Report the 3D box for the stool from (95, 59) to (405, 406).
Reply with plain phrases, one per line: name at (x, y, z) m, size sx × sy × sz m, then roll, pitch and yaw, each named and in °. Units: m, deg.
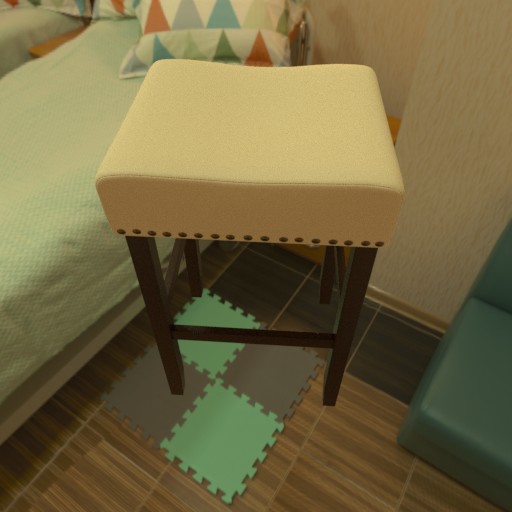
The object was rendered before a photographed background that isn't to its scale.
stool at (0.000, 0.000, 1.051) m, size 0.471 × 0.762 × 0.401 m, roll 3°, pitch 48°, yaw 3°
